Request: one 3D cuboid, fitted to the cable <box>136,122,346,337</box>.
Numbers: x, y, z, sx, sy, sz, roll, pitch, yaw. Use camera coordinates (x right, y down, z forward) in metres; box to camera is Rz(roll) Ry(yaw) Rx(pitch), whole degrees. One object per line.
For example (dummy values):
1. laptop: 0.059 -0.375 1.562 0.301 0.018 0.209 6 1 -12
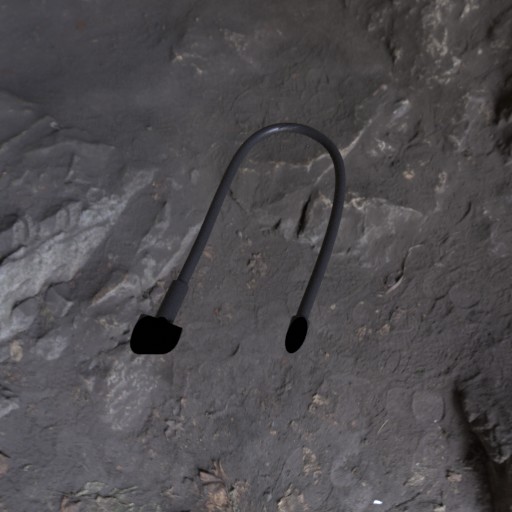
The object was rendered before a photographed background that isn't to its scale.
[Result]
1. cable: 0.000 0.000 0.111 0.041 0.005 0.098 15 59 9
